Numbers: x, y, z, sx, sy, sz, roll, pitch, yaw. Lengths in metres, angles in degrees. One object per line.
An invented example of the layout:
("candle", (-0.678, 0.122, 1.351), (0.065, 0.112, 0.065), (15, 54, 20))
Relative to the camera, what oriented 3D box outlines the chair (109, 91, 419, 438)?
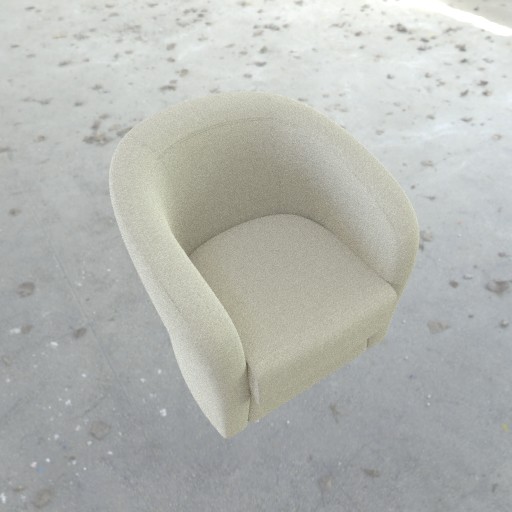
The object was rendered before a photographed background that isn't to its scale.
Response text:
("chair", (0.000, 0.000, 1.468), (0.791, 0.771, 0.815), (-25, 52, -22))
